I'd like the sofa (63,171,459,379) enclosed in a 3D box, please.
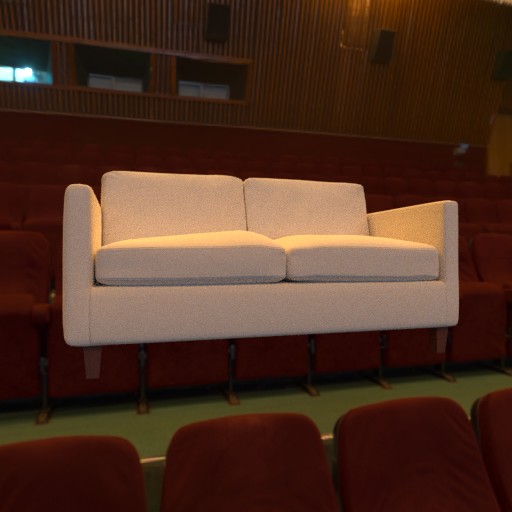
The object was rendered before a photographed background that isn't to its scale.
[{"bbox_3d":[0.000,0.000,2.225,1.702,0.888,0.964,0,0,-17],"label":"sofa"}]
